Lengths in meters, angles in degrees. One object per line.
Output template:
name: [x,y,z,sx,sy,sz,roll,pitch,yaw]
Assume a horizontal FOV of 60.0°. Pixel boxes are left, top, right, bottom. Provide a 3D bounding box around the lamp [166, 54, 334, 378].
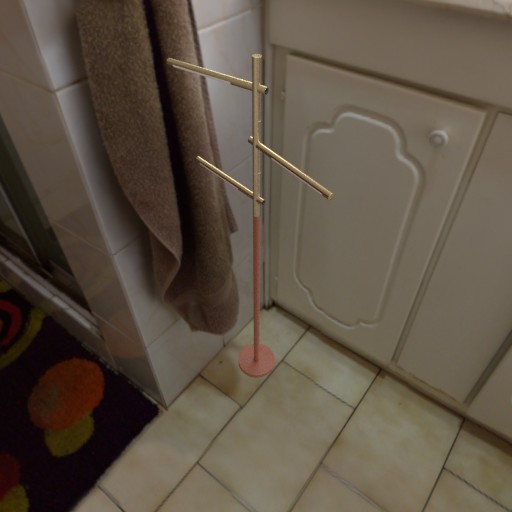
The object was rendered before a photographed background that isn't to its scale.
lamp: [0.000,0.000,1.933,0.737,1.704,0.209,30,53,27]
